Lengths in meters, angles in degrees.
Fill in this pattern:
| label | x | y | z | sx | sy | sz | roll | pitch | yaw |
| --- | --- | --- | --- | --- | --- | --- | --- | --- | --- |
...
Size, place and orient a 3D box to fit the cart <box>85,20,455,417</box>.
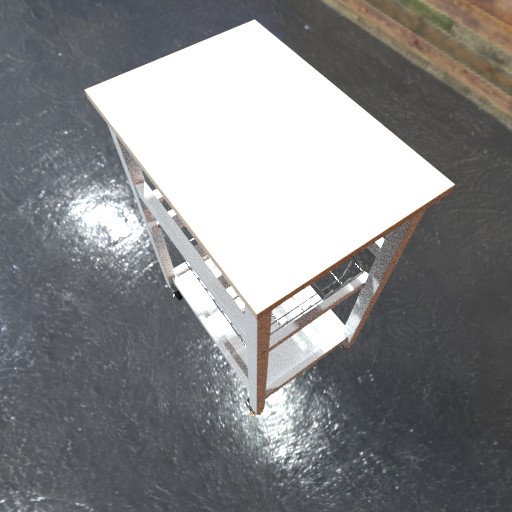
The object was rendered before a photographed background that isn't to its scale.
| label | x | y | z | sx | sy | sz | roll | pitch | yaw |
| --- | --- | --- | --- | --- | --- | --- | --- | --- | --- |
| cart | 0.000 | 0.000 | 1.165 | 0.406 | 0.857 | 0.578 | -31 | 64 | -17 |
